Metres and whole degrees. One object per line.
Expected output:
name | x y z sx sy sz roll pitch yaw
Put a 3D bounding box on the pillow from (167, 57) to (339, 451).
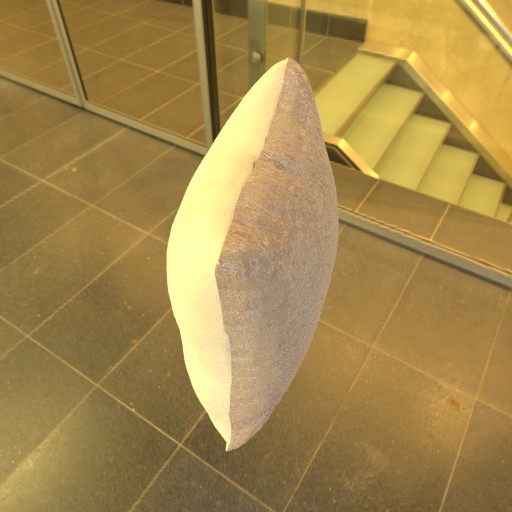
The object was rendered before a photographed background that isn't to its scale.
pillow | 0.000 0.000 0.699 0.245 0.448 0.450 10 47 9
